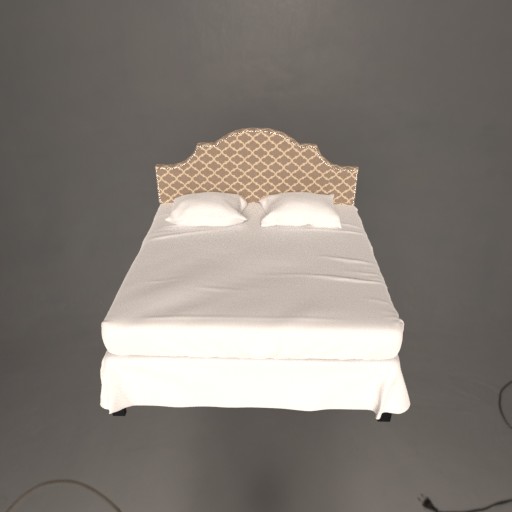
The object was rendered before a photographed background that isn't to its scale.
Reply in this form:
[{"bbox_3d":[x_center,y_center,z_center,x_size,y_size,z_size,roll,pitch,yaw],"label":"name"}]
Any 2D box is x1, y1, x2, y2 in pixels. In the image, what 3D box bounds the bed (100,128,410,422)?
[{"bbox_3d":[0.000,0.000,3.697,2.314,1.601,2.222,1,32,1],"label":"bed"}]
